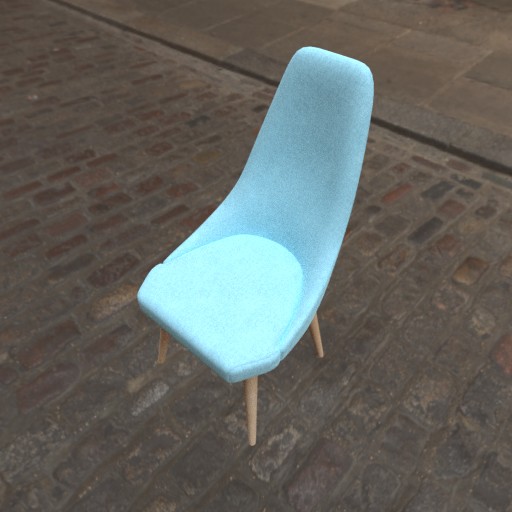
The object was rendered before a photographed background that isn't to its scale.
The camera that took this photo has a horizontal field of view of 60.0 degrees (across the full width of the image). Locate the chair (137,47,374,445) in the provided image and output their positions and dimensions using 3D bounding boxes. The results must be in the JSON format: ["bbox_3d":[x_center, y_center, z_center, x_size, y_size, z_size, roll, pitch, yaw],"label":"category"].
[{"bbox_3d":[0.000,0.000,1.372,0.510,1.040,0.660,32,54,28],"label":"chair"}]
